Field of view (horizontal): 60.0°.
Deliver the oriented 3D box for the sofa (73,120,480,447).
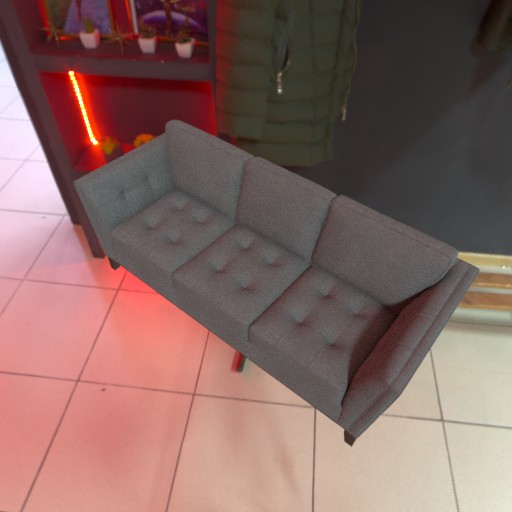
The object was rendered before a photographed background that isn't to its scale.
[{"bbox_3d":[0.000,0.000,2.899,2.387,0.940,0.965,31,53,26],"label":"sofa"}]
